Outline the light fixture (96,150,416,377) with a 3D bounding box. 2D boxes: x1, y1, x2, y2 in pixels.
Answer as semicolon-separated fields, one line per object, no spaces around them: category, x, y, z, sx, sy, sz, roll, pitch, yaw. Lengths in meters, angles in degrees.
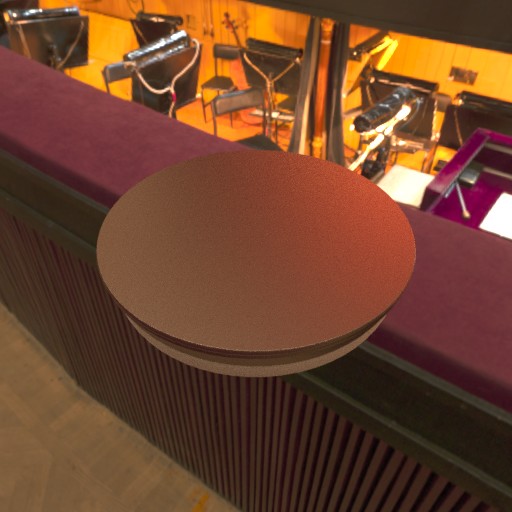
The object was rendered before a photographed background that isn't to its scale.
light fixture;0.000;0.000;0.559;0.368;0.100;0.368;0;41;0
